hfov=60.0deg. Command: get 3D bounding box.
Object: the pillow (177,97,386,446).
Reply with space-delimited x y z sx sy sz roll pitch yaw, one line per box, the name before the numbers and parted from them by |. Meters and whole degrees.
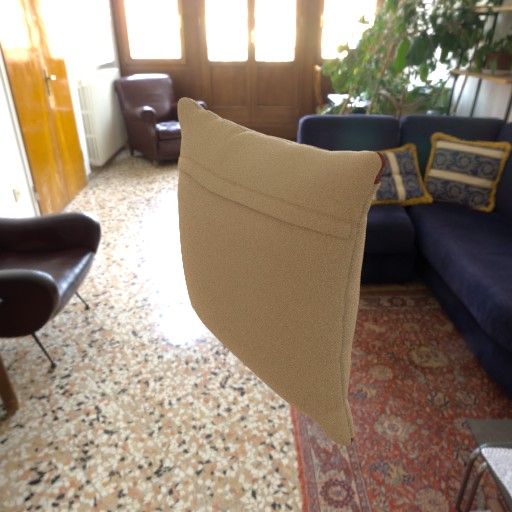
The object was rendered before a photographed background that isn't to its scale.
pillow | 0.000 0.000 0.822 0.229 0.506 0.536 -19 33 -32
